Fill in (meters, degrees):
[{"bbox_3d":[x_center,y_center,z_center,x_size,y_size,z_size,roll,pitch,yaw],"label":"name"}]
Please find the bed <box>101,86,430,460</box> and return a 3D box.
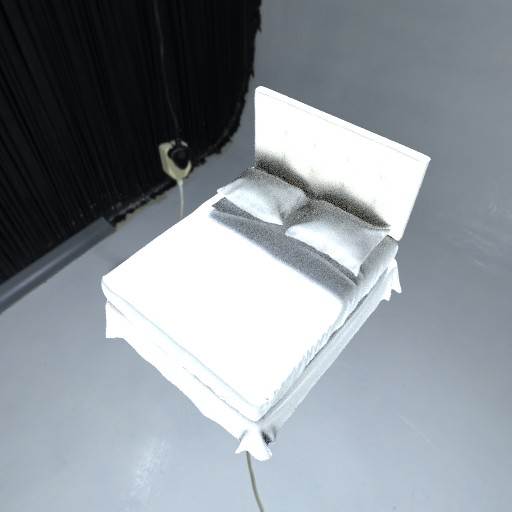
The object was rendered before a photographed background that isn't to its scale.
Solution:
[{"bbox_3d":[0.000,0.000,3.637,1.936,1.577,2.222,32,56,25],"label":"bed"}]
